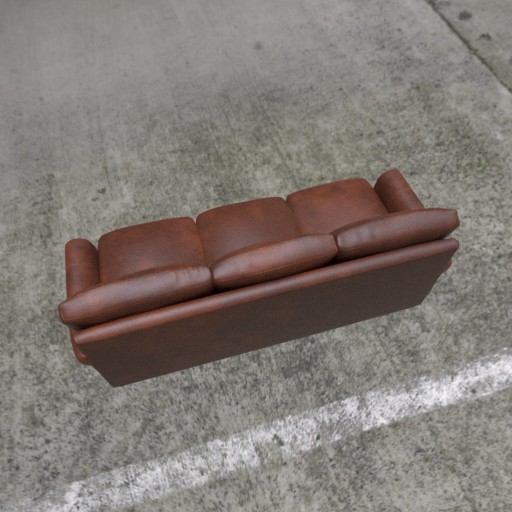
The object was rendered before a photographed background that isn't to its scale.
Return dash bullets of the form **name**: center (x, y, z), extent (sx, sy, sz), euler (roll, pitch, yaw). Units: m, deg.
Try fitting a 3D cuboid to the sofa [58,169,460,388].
- **sofa**: center (0.000, 0.000, 2.887), extent (2.351, 0.977, 0.973), euler (-13, 57, -9)
